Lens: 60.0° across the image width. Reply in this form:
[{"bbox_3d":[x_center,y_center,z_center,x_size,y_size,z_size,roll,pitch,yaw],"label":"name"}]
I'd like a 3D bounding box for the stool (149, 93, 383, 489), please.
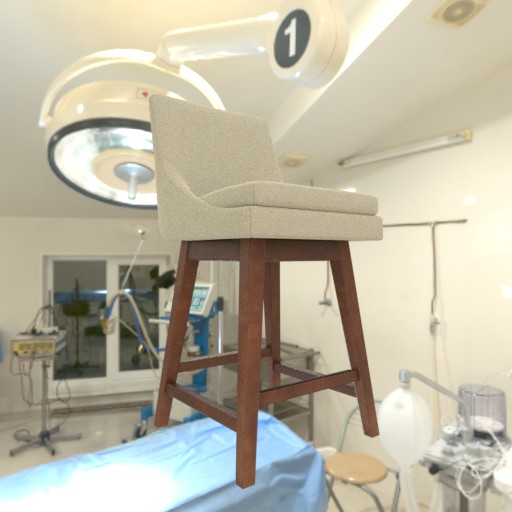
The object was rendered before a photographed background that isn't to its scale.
[{"bbox_3d":[0.000,0.000,1.286,0.469,0.991,0.559,0,0,-37],"label":"stool"}]
